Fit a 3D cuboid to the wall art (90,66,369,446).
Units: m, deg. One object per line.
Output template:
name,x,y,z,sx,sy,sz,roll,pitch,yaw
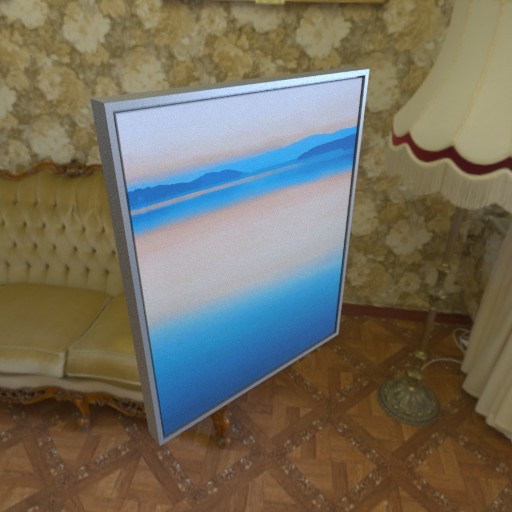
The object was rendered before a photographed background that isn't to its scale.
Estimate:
wall art,0.000,0.000,0.746,0.453,0.554,0.037,-22,37,-34
